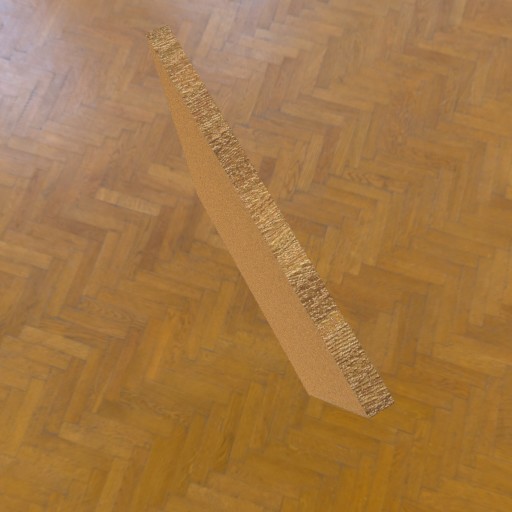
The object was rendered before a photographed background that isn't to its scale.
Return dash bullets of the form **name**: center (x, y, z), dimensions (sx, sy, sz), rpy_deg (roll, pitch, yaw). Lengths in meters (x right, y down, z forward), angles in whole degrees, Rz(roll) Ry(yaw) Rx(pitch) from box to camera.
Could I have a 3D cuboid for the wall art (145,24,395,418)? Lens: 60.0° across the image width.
- **wall art**: center (0.000, 0.000, 0.874), dimensions (0.042, 0.608, 0.611), rpy_deg (-28, 77, -7)
